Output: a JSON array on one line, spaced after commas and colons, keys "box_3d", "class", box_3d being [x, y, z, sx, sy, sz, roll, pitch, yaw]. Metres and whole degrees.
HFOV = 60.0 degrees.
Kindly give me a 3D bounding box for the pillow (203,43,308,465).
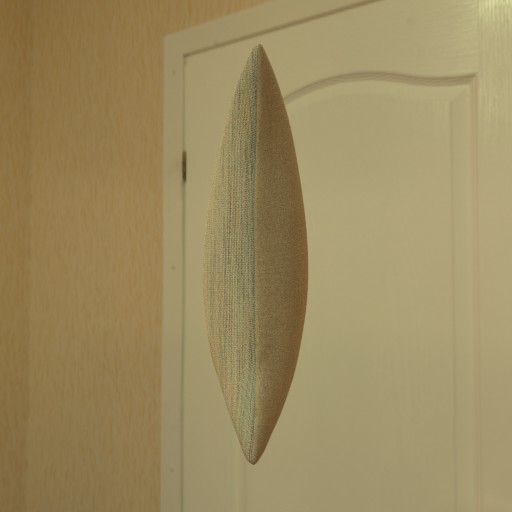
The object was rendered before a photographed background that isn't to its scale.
[{"box_3d": [0.000, 0.000, 0.778, 0.178, 0.506, 0.512, 0, -2, 0], "class": "pillow"}]
